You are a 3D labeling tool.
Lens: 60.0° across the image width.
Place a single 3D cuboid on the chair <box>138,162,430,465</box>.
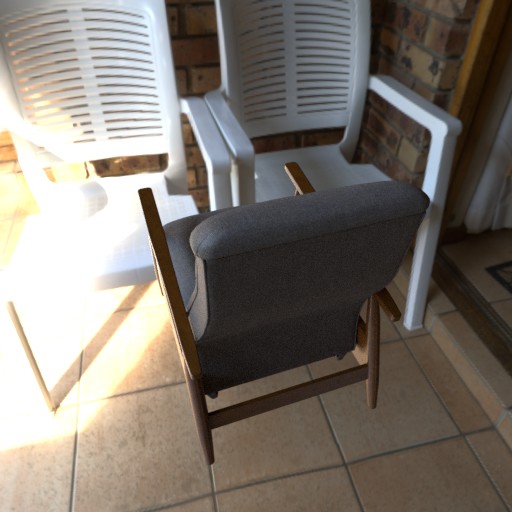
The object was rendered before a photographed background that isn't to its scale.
[{"bbox_3d":[0.000,0.000,1.754,0.762,1.081,1.014,-13,42,-15],"label":"chair"}]
